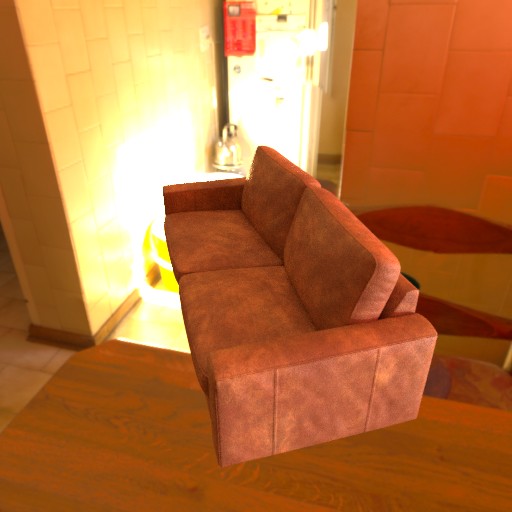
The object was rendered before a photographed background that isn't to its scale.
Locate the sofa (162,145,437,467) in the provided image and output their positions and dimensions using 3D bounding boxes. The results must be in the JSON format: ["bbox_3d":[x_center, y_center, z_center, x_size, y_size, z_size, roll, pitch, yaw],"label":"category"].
[{"bbox_3d":[0.000,0.000,2.742,1.016,0.873,2.179,-8,30,-14],"label":"sofa"}]
